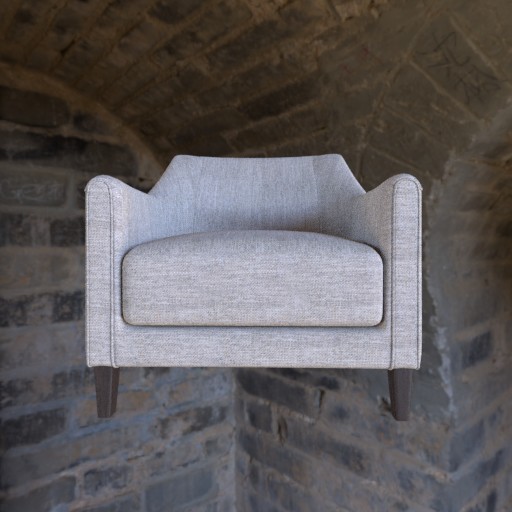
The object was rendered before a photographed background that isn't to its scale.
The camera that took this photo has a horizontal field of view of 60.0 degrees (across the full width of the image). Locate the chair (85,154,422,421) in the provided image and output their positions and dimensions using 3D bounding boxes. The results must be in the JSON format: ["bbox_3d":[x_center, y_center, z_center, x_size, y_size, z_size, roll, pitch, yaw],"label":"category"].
[{"bbox_3d":[0.000,0.000,1.385,0.796,0.761,0.758,0,1,2],"label":"chair"}]
